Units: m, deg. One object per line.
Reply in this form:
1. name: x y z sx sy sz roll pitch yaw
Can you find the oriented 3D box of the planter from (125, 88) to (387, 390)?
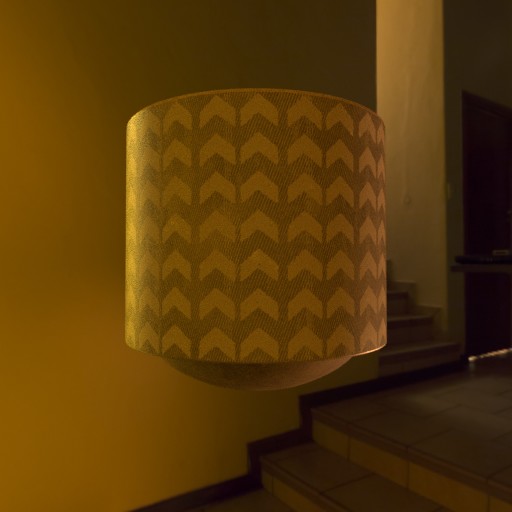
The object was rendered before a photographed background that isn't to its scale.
1. planter: 0.000 0.000 0.444 0.250 0.239 0.250 0 -1 0
